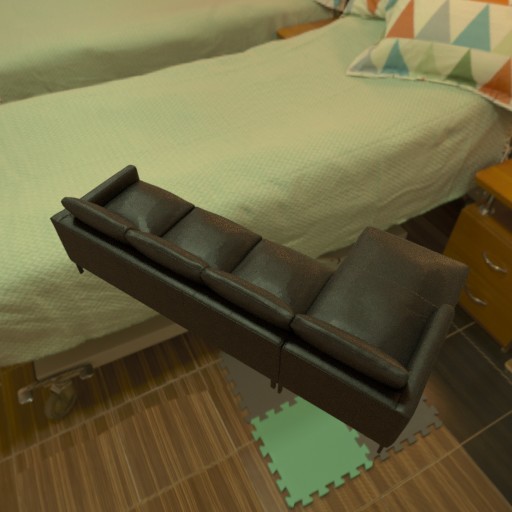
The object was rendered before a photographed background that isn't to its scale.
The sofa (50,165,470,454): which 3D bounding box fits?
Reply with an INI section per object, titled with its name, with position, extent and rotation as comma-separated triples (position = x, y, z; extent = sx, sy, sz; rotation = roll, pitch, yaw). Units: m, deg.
[sofa]
position = 0.000, 0.000, 3.550
extent = 2.993, 0.859, 1.471
rotation = 26, 52, 22
